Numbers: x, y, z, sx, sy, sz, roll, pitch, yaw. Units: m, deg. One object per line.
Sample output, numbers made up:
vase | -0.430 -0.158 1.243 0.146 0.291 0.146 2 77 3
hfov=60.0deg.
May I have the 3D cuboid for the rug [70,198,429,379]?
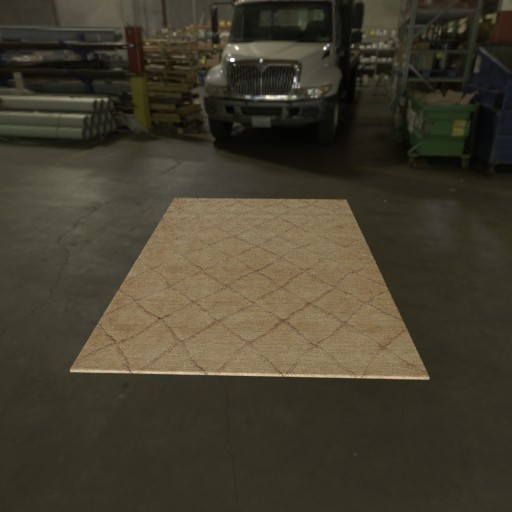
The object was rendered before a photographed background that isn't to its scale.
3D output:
rug | 0.000 0.000 2.907 1.528 0.014 2.292 1 26 2
